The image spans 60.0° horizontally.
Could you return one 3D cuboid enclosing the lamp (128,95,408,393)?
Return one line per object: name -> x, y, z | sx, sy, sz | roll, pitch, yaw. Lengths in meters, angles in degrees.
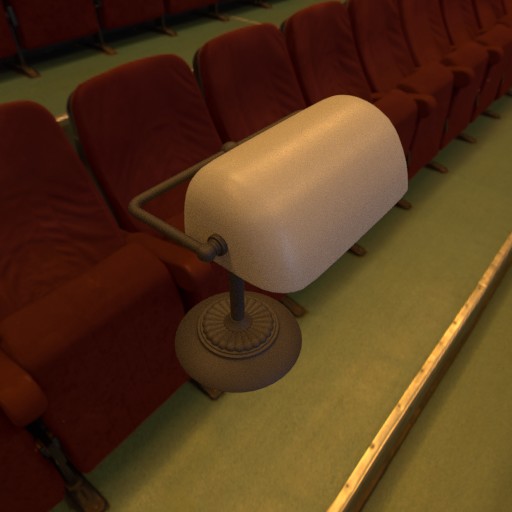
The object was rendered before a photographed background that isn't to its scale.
lamp -> 0.000, 0.000, 0.501 | 0.243, 0.339, 0.264 | 29, 48, 29
